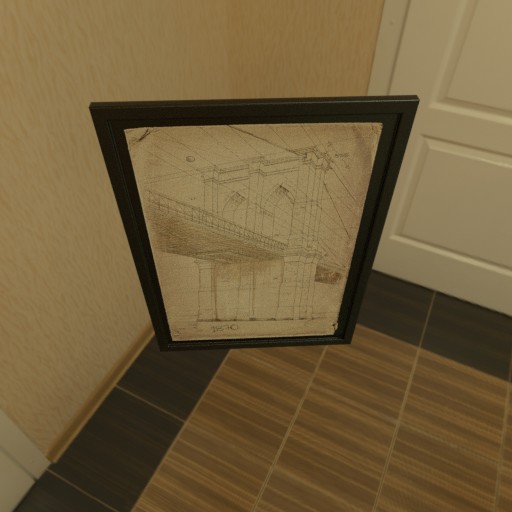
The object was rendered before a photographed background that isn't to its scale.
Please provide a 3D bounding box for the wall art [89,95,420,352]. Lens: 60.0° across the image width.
[{"bbox_3d":[0.000,0.000,0.885,0.480,0.657,0.016,-2,46,-2],"label":"wall art"}]
